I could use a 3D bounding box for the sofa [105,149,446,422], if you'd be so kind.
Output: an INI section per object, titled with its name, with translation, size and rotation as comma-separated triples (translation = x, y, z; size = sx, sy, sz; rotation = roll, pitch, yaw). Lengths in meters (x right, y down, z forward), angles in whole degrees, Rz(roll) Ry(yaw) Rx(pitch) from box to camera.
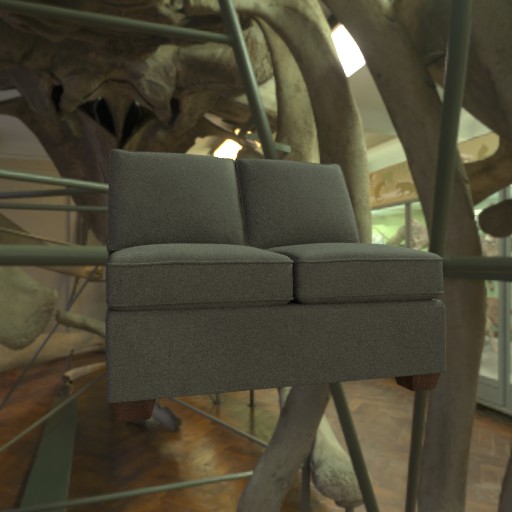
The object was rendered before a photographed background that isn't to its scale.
[sofa]
translation = 0.000, 0.000, 1.919
size = 1.237, 1.008, 0.951
rotation = 0, 0, -17
